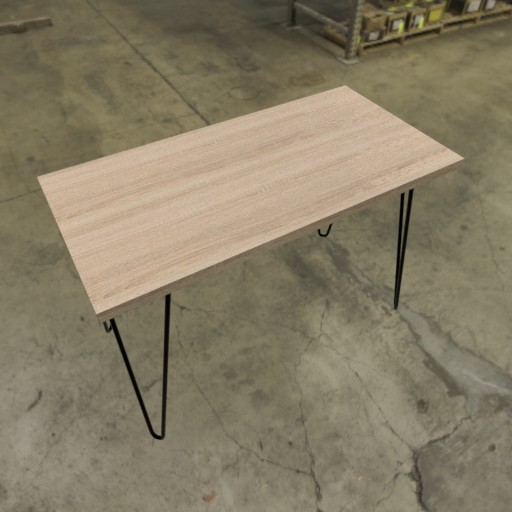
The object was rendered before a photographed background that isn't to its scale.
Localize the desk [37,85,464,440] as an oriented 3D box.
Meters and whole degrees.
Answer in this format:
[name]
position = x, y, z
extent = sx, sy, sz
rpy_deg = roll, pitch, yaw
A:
[desk]
position = 0.000, 0.000, 1.385
extent = 0.991, 0.660, 0.499
rpy_deg = -23, 50, -21
